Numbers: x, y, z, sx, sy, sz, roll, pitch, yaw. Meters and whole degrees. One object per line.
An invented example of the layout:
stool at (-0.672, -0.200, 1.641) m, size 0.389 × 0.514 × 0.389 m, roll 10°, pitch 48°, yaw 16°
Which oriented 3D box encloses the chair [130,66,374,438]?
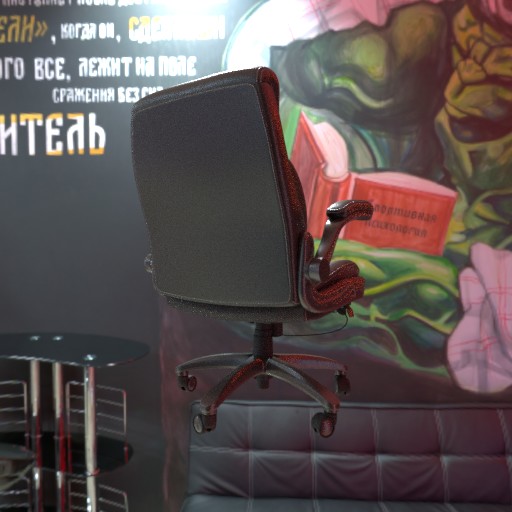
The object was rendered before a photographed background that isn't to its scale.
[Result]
chair at (0.000, 0.000, 1.640) m, size 0.782 × 1.110 × 0.724 m, roll 1°, pitch 2°, yaw 35°
